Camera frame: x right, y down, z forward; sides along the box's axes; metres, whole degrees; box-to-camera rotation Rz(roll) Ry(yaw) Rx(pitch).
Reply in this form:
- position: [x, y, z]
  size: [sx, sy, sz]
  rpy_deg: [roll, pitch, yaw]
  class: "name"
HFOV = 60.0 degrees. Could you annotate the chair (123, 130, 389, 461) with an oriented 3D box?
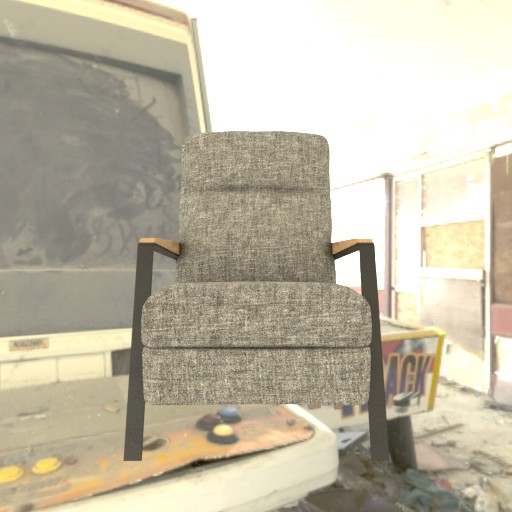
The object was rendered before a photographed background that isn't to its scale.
- position: [0.000, 0.000, 1.554]
  size: [0.671, 1.042, 0.868]
  rpy_deg: [0, 0, 0]
  class: "chair"
